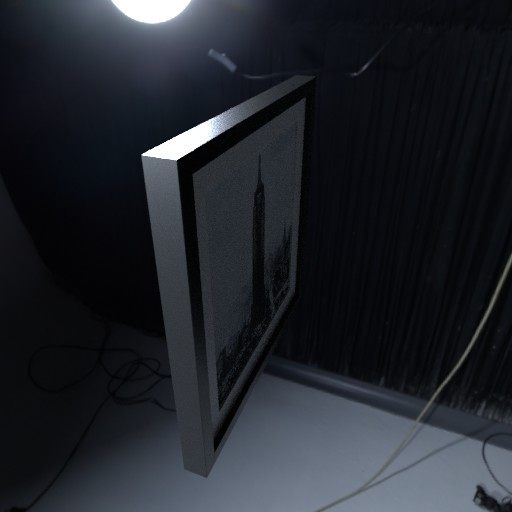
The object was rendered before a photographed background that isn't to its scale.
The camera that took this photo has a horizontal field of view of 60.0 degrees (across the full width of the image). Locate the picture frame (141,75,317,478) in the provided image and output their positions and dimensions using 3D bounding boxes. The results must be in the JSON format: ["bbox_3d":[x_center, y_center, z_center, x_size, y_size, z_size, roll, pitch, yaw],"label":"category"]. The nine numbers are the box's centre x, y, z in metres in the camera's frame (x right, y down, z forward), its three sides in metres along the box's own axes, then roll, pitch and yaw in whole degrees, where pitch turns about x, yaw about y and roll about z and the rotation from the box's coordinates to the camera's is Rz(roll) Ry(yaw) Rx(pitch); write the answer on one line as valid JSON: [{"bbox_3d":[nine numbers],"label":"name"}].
[{"bbox_3d":[0.000,0.000,0.531,0.029,0.353,0.355,12,33,19],"label":"picture frame"}]
